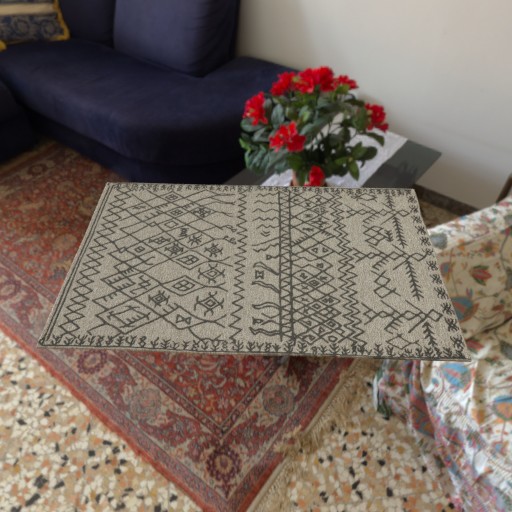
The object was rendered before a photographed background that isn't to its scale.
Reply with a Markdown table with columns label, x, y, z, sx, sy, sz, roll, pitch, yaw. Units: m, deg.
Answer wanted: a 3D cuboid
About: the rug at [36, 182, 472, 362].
| label | x | y | z | sx | sy | sz | roll | pitch | yaw |
| --- | --- | --- | --- | --- | --- | --- | --- | --- | --- |
| rug | 0.000 | 0.000 | 4.699 | 3.824 | 0.019 | 2.393 | 1 | 47 | 1 |
